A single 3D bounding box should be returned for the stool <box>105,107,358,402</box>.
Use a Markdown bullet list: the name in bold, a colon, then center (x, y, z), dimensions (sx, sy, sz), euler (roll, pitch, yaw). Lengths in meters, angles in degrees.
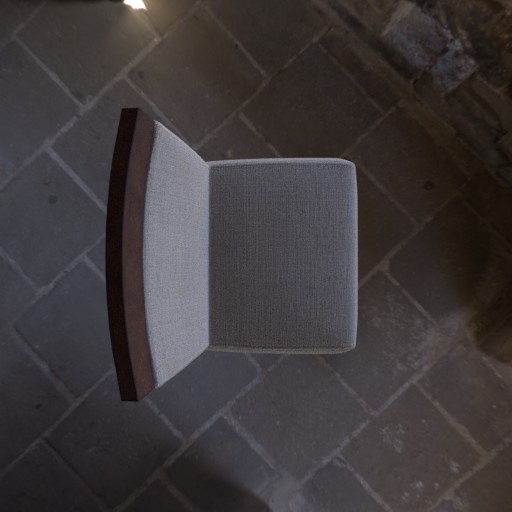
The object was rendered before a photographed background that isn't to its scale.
- **stool**: center (0.000, 0.000, 1.264), dimensions (0.531, 1.009, 0.512), euler (0, 90, 0)
